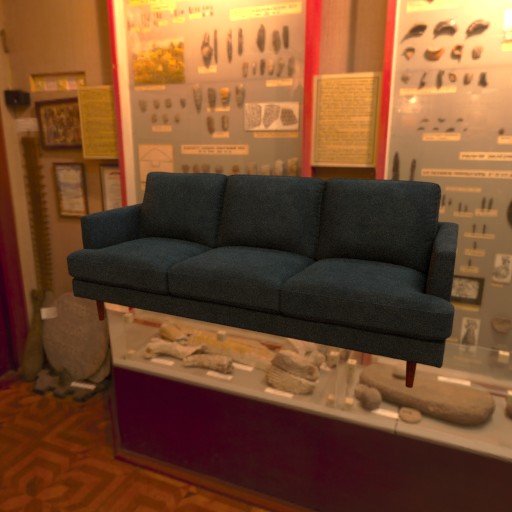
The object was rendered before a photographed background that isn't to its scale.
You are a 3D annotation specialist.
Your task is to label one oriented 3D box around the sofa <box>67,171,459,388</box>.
[{"bbox_3d":[0.000,0.000,2.701,2.246,0.930,0.903,7,16,24],"label":"sofa"}]
